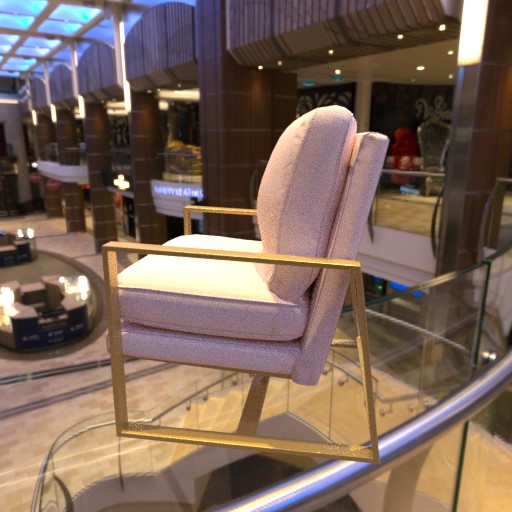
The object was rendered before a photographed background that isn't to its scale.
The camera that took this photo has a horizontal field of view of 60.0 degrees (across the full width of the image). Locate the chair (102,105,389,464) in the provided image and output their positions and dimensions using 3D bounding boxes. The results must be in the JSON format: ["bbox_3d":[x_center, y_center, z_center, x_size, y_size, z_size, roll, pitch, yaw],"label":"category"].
[{"bbox_3d":[0.000,0.000,1.518,0.813,0.956,0.758,2,15,9],"label":"chair"}]
